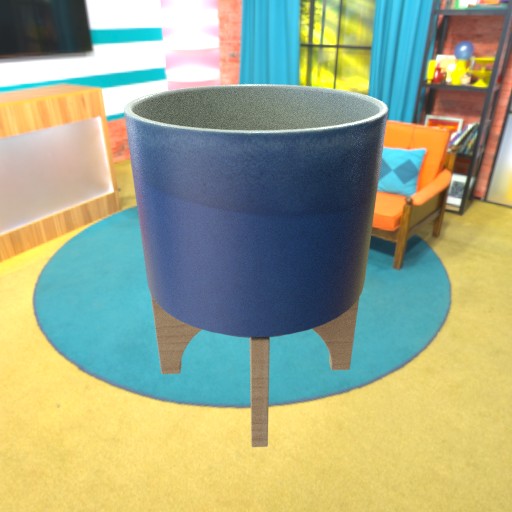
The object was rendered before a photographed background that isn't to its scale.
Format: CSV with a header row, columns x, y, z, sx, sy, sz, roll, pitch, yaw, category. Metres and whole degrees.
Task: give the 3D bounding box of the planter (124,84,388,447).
x,y,z,sx,sy,sz,roll,pitch,yaw,category
0.000,0.000,0.395,0.192,0.263,0.192,0,29,0,planter
